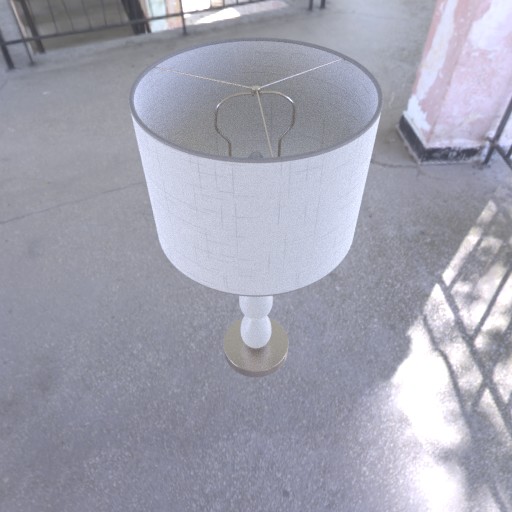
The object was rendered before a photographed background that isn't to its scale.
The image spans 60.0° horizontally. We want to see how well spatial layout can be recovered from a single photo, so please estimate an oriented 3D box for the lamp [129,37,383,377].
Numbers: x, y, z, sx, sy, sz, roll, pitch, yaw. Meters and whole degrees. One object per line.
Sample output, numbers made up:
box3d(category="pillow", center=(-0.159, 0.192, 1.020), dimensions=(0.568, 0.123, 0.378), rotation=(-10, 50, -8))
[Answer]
box3d(category="lamp", center=(0.000, 0.000, 0.701), dimensions=(0.282, 0.559, 0.280), rotation=(-5, 48, -4))
